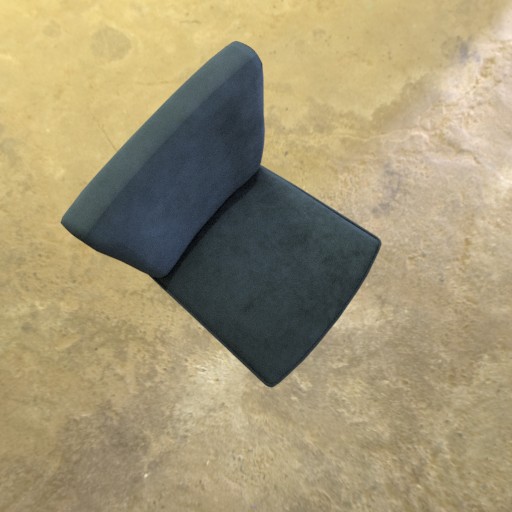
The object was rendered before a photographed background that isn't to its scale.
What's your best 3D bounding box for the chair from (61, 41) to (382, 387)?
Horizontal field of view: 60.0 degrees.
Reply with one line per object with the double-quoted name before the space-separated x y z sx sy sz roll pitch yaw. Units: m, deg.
"chair" 0.000 0.000 1.207 0.551 0.806 0.521 38 78 9
